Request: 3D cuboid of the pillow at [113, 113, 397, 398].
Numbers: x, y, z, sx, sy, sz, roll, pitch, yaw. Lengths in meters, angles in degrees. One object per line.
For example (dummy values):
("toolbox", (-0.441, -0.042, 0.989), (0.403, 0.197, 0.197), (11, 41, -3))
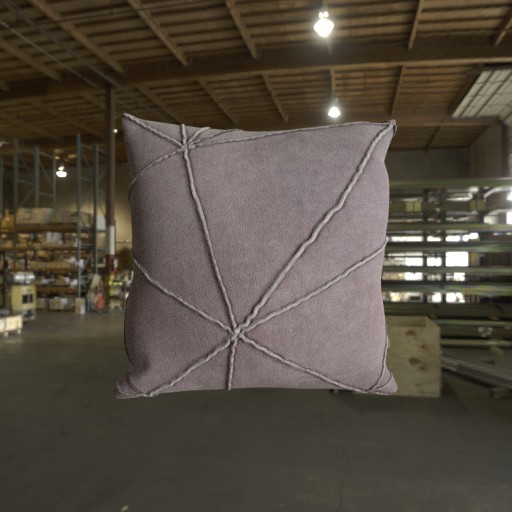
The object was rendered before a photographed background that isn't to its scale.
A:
("pillow", (0.000, 0.000, 0.682), (0.439, 0.440, 0.185), (0, -1, -1))
